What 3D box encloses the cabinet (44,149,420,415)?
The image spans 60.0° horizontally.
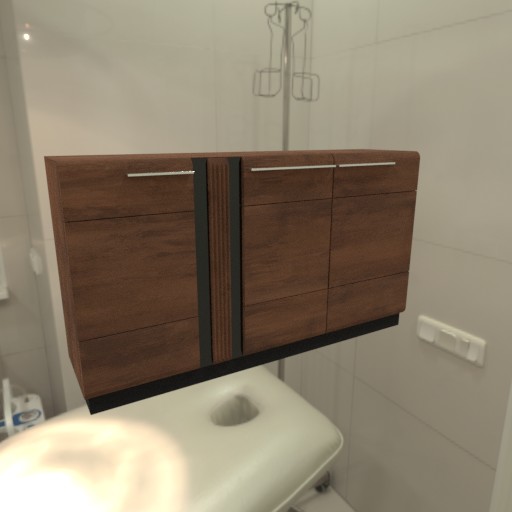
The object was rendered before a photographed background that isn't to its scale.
[{"bbox_3d":[0.000,0.000,1.998,1.600,0.900,0.420,-9,18,-29],"label":"cabinet"}]
